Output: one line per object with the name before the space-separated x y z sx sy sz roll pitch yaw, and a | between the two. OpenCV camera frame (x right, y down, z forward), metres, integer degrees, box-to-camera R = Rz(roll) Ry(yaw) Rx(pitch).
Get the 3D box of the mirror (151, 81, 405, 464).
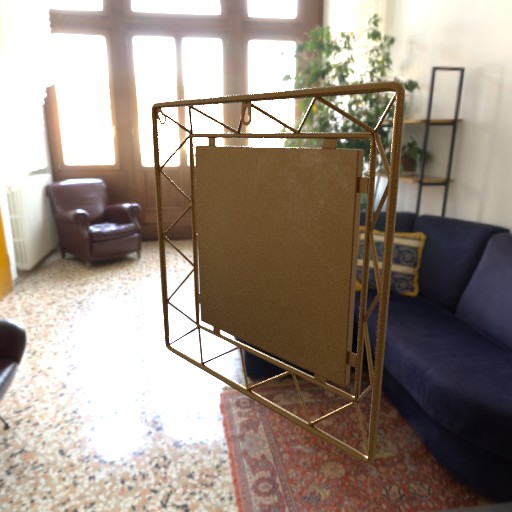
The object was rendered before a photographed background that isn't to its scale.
mirror | 0.000 0.000 0.604 0.046 0.414 0.416 -15 21 -43
